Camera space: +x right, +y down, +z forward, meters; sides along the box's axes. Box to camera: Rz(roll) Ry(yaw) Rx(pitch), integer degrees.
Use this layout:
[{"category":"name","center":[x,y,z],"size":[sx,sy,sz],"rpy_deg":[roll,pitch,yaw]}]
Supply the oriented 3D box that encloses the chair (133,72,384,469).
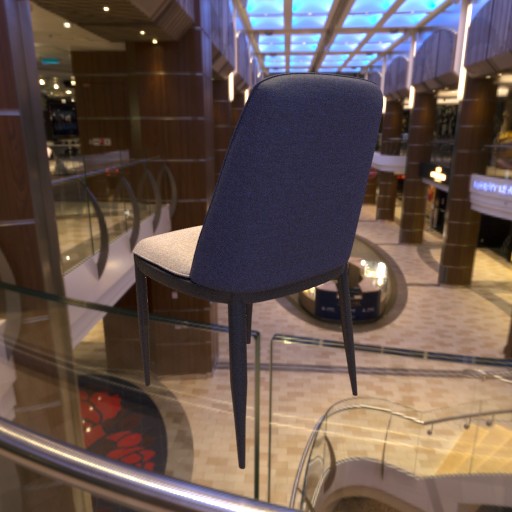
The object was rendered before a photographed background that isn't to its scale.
[{"category":"chair","center":[0.000,0.000,1.161],"size":[0.480,0.839,0.551],"rpy_deg":[-14,21,-40]}]
